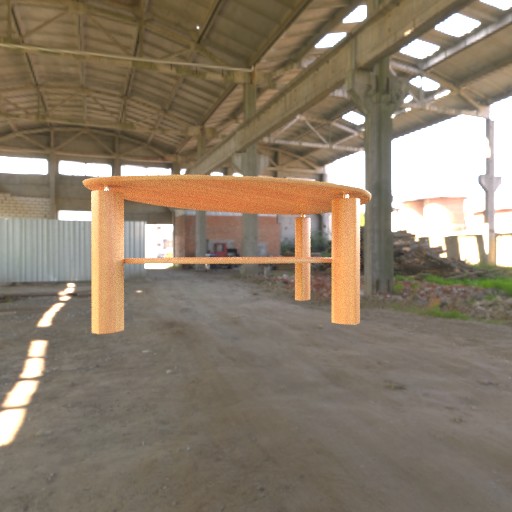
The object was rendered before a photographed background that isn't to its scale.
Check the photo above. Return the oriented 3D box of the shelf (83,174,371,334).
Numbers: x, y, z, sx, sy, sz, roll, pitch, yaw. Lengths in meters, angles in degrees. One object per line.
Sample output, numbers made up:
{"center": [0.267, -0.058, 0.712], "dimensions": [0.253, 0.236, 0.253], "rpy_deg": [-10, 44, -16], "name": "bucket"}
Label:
{"center": [0.000, 0.000, 1.674], "dimensions": [0.845, 0.440, 1.246], "rpy_deg": [0, 0, 36], "name": "shelf"}
